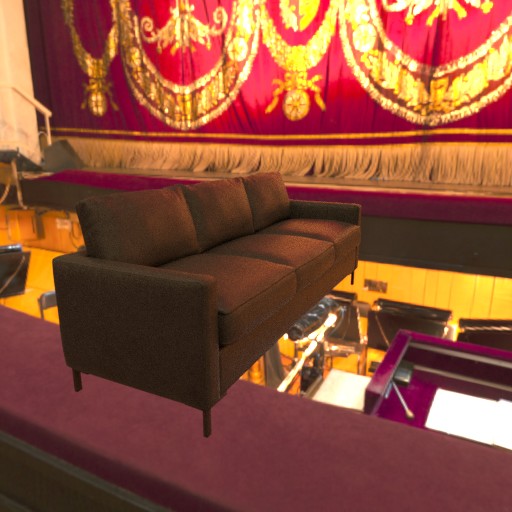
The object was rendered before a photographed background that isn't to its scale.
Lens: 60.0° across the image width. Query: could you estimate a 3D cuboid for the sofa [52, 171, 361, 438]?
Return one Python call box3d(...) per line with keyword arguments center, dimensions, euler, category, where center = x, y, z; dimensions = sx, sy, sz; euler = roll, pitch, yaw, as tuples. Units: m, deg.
box3d(center=(0.000, 0.000, 2.423), dimensions=(0.748, 0.805, 2.029), euler=(7, 16, 26), category="sofa")
